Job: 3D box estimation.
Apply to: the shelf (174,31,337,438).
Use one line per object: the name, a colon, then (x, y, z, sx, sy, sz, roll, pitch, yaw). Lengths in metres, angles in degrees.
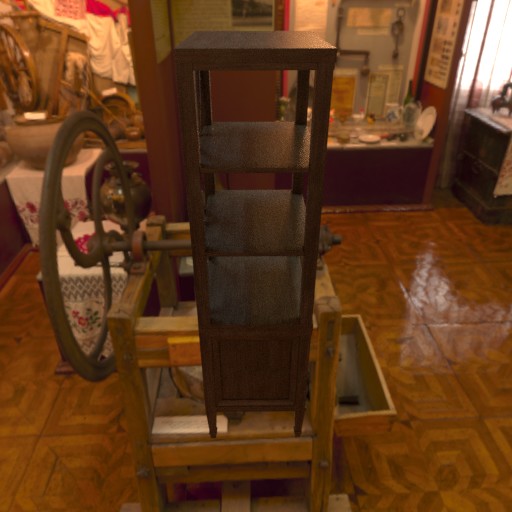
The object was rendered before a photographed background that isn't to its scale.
shelf: (0.000, 0.000, 1.951, 0.472, 1.727, 0.584, 0, 31, -1)
